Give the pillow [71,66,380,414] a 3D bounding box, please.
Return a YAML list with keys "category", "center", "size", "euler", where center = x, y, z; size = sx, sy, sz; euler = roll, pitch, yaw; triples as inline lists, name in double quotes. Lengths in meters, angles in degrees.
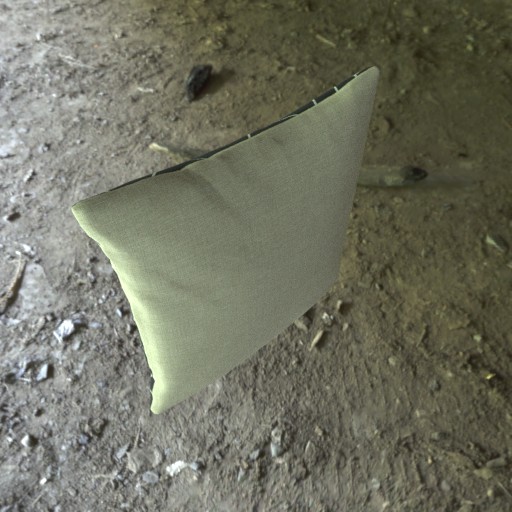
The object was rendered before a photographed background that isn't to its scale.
- category: "pillow"
  center: [0.000, 0.000, 0.763]
  size: [0.517, 0.508, 0.158]
  euler: [-33, 54, -28]
